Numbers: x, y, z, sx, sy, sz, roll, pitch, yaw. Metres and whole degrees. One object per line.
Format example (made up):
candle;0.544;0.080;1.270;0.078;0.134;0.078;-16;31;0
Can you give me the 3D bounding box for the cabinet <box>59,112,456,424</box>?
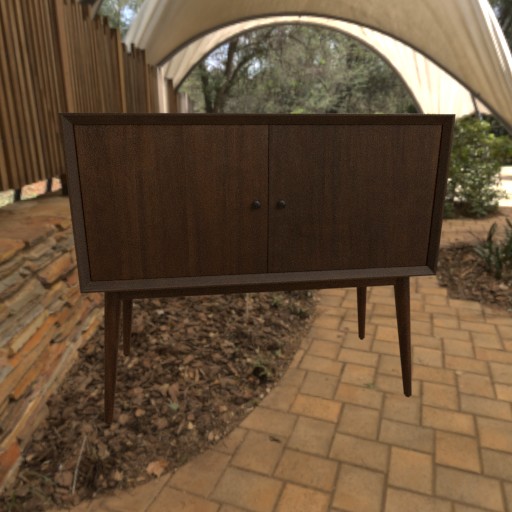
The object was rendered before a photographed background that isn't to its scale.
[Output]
cabinet;0.000;0.000;1.080;0.743;0.654;0.354;-2;17;-8
